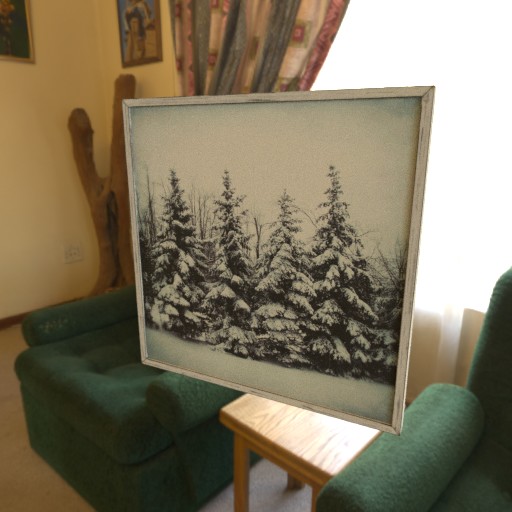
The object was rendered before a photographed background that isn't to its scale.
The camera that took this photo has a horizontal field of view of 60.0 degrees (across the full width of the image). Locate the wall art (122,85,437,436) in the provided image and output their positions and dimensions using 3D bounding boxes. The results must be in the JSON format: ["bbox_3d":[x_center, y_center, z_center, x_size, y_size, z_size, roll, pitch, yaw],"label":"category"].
[{"bbox_3d":[0.000,0.000,1.103,0.761,0.761,0.037,7,17,25],"label":"wall art"}]
